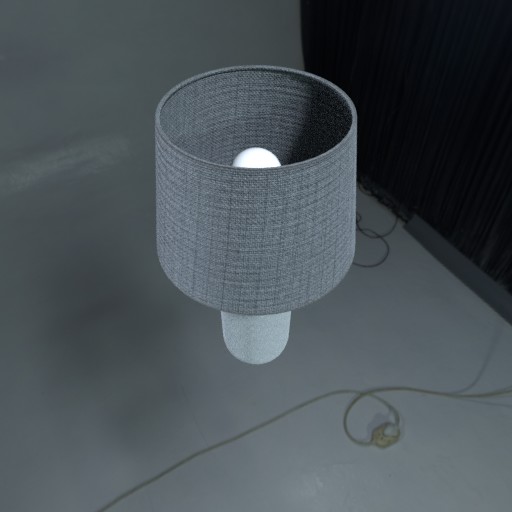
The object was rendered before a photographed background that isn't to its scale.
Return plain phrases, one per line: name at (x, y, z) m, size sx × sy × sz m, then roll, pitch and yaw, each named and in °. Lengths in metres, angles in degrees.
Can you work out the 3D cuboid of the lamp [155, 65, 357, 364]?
lamp at (0.000, 0.000, 0.597) m, size 0.251 × 0.429 × 0.251 m, roll 0°, pitch 47°, yaw 0°
